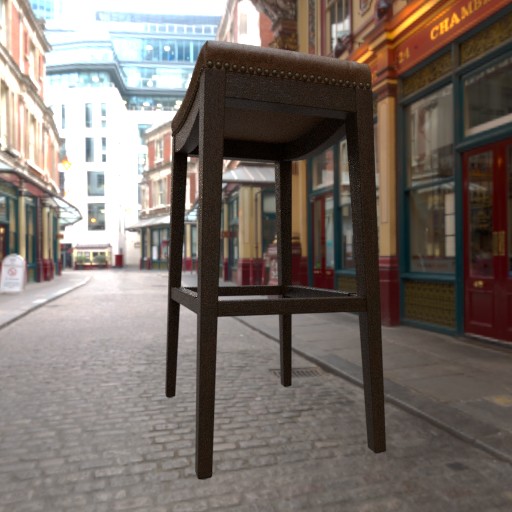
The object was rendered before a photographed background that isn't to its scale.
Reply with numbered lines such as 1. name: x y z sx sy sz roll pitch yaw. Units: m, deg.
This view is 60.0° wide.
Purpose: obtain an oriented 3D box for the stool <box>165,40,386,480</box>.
1. stool: 0.000 0.000 1.031 0.361 0.759 0.500 0 -1 -18
